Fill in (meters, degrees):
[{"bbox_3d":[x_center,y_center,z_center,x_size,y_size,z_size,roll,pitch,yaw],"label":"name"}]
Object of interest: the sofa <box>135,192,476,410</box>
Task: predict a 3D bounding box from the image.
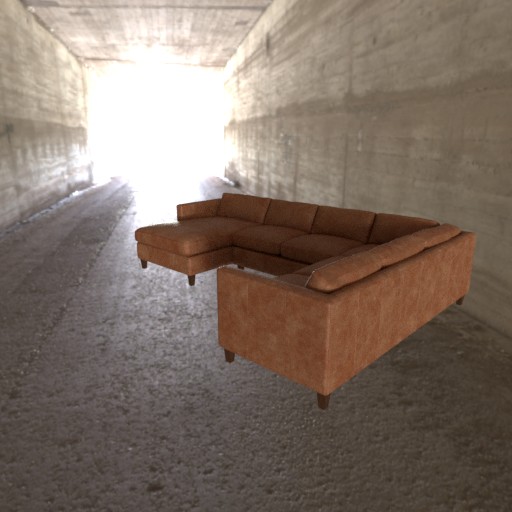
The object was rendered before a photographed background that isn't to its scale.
[{"bbox_3d":[0.000,0.000,4.492,3.401,0.832,2.430,14,21,41],"label":"sofa"}]
